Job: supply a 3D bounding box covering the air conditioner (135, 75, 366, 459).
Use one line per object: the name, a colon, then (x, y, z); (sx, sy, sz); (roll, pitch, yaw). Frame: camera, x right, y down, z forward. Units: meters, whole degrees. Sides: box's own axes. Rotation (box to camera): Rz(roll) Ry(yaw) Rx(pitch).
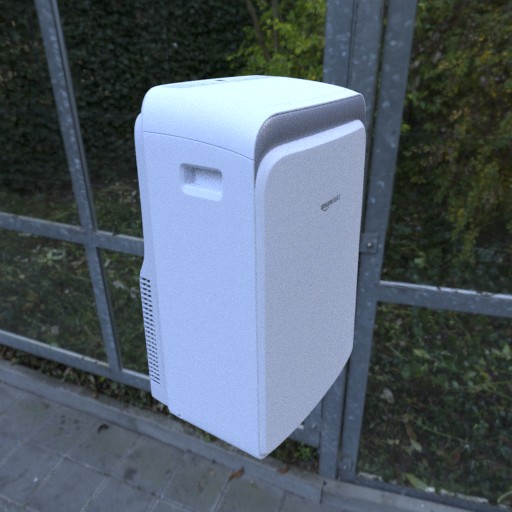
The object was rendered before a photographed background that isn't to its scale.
air conditioner: (0.000, 0.000, 0.958); (0.365, 0.700, 0.454); (17, 31, 31)
